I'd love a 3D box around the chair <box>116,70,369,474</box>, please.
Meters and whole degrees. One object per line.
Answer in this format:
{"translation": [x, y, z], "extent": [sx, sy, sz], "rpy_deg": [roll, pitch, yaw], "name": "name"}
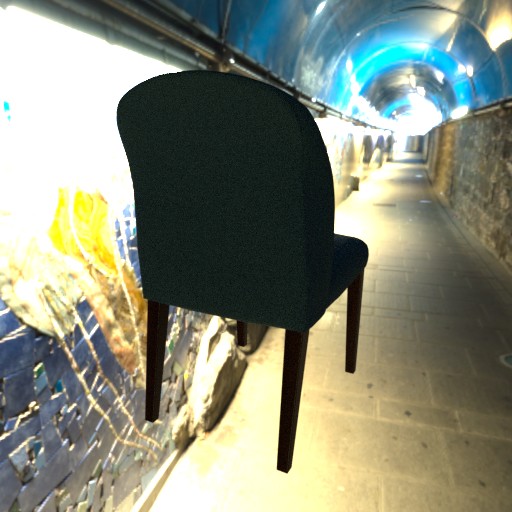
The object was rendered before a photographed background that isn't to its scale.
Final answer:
{"translation": [0.000, 0.000, 1.227], "extent": [0.507, 0.879, 0.620], "rpy_deg": [8, 16, 27], "name": "chair"}
